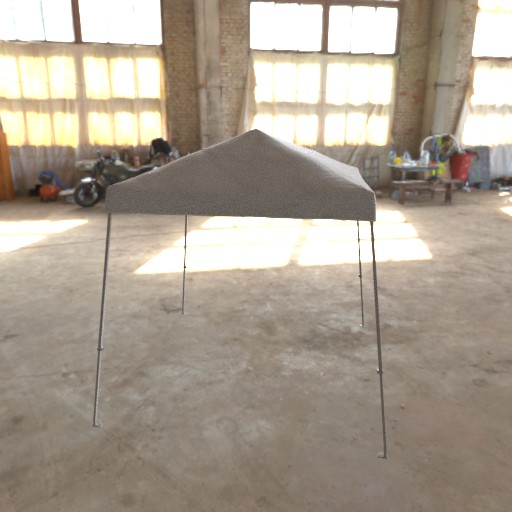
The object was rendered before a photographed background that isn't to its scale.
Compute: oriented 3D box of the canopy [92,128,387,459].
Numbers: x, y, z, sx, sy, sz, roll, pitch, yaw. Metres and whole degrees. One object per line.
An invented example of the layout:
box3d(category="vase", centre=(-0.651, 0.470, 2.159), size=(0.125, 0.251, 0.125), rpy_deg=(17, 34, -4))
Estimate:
box3d(category="canopy", centre=(0.000, 0.000, 5.151), size=(2.848, 2.849, 2.849), rpy_deg=(3, 16, 9))
